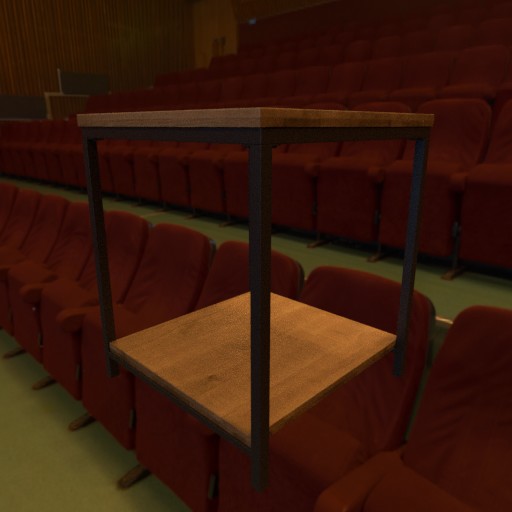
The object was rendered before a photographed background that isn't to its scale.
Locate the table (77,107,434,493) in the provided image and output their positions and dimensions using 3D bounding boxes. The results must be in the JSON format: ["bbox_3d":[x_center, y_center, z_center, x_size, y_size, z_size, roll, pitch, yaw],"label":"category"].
[{"bbox_3d":[0.000,0.000,0.968,0.507,0.589,0.503,15,22,42],"label":"table"}]
